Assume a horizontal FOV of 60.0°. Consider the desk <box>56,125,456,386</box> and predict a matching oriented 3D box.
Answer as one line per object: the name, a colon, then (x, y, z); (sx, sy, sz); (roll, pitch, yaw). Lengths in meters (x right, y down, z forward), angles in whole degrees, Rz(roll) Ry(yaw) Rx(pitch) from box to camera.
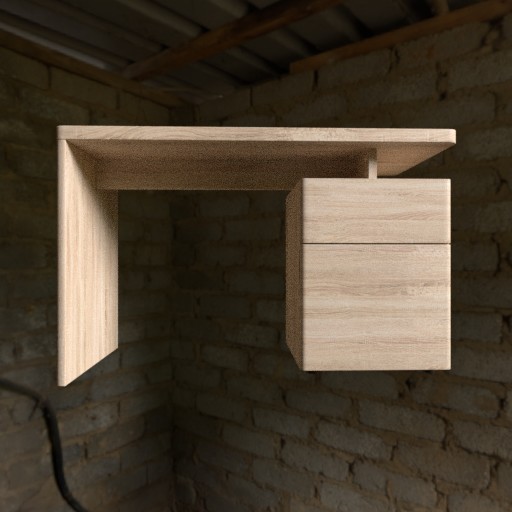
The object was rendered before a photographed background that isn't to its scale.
desk: (0.000, 0.000, 1.583); (1.200, 0.760, 0.550); (0, 0, -2)
